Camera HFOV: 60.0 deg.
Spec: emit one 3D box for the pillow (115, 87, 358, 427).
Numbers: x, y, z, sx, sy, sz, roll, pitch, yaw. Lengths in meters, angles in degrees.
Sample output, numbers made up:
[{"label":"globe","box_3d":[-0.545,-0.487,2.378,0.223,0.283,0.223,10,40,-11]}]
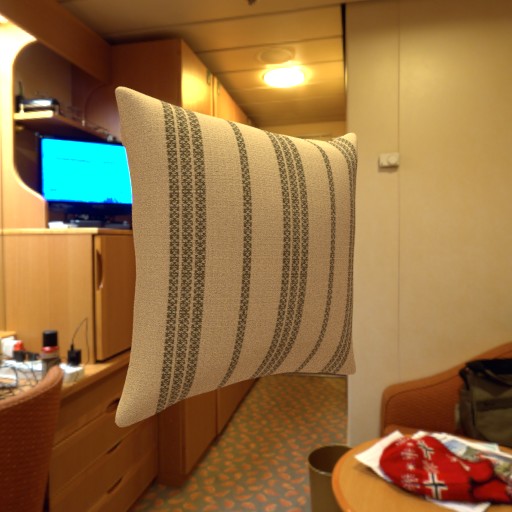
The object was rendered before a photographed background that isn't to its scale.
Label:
[{"label":"pillow","box_3d":[0.000,0.000,0.637,0.405,0.406,0.173,-1,2,-34]}]
